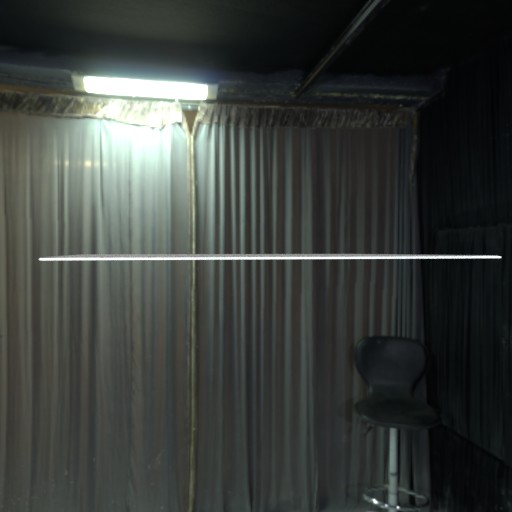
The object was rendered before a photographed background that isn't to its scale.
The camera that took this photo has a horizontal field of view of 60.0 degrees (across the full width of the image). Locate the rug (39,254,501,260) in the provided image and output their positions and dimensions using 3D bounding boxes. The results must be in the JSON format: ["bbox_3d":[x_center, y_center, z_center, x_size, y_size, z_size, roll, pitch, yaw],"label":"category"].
[{"bbox_3d":[0.000,0.000,2.769,2.202,0.014,1.598,0,1,-17],"label":"rug"}]
